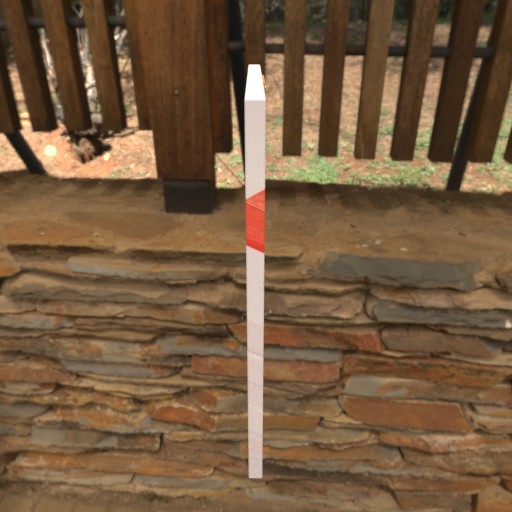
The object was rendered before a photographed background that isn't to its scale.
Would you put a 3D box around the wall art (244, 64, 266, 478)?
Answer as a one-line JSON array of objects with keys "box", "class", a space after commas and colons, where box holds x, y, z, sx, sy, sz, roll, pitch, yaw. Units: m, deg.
[{"box": [0.000, 0.000, 1.346, 0.045, 1.014, 0.759, 0, 28, 0], "class": "wall art"}]
